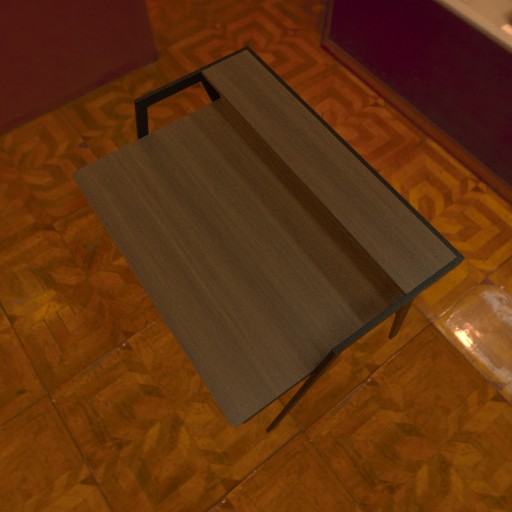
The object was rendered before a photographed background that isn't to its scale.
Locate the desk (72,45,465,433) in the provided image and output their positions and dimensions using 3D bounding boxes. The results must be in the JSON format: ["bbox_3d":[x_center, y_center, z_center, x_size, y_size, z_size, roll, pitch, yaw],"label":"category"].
[{"bbox_3d":[0.000,0.000,1.885,0.936,0.998,1.143,-32,68,-15],"label":"desk"}]
